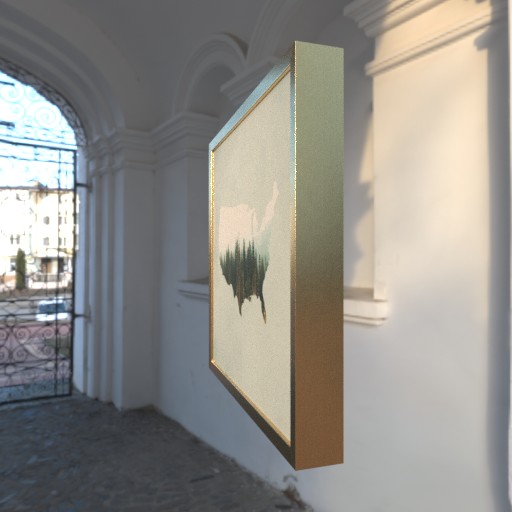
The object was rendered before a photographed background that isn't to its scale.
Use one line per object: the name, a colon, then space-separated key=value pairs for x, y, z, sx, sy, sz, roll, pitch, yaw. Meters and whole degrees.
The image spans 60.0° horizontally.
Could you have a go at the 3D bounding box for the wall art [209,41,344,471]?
wall art: x=0.000 y=0.000 z=0.464 sx=0.038 sy=0.304 sz=0.304 roll=0 pitch=0 yaw=-18
